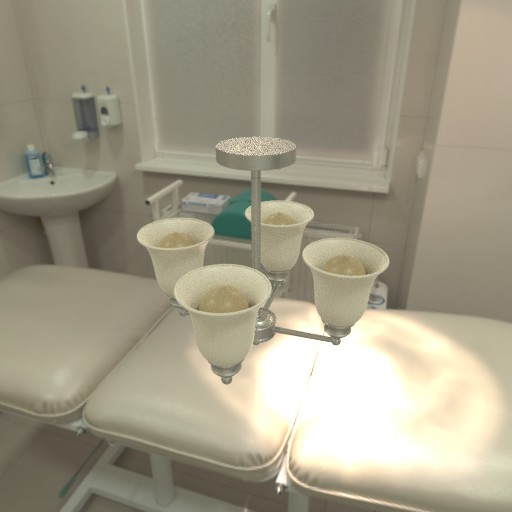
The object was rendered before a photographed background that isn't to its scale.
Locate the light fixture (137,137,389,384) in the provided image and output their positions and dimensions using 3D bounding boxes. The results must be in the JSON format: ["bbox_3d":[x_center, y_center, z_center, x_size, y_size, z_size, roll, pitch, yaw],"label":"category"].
[{"bbox_3d":[0.000,0.000,0.745,0.427,0.370,0.427,8,28,16],"label":"light fixture"}]
